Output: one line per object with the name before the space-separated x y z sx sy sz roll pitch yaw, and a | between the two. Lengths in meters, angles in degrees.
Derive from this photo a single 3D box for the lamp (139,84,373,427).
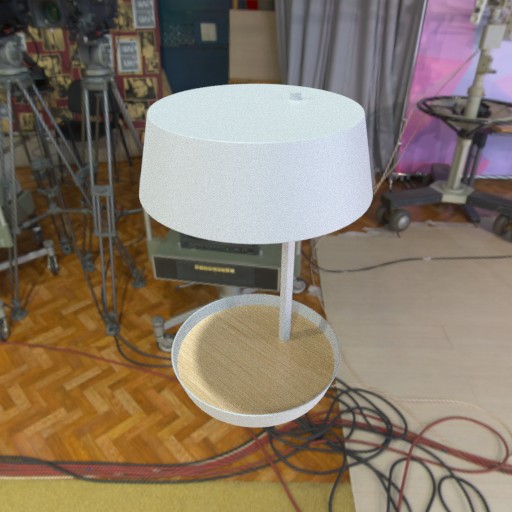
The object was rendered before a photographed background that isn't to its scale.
lamp | 0.000 0.000 0.624 0.291 0.429 0.291 0 33 0
